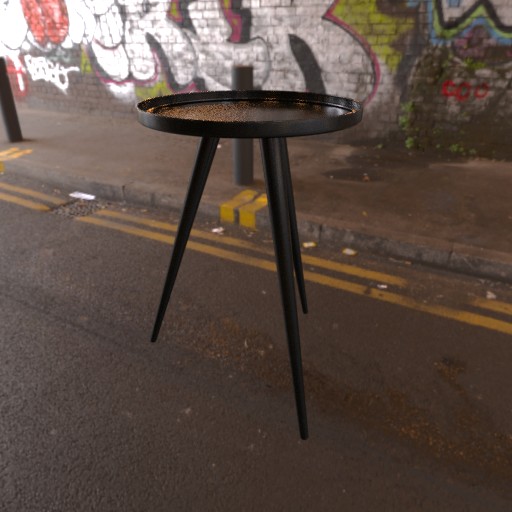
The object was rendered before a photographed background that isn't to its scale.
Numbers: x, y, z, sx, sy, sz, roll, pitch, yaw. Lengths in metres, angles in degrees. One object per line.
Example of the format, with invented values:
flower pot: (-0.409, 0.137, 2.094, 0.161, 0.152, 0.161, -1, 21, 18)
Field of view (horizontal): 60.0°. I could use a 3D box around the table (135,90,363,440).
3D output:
table: (0.000, 0.000, 0.838, 0.403, 0.548, 0.415, -9, 28, -18)
